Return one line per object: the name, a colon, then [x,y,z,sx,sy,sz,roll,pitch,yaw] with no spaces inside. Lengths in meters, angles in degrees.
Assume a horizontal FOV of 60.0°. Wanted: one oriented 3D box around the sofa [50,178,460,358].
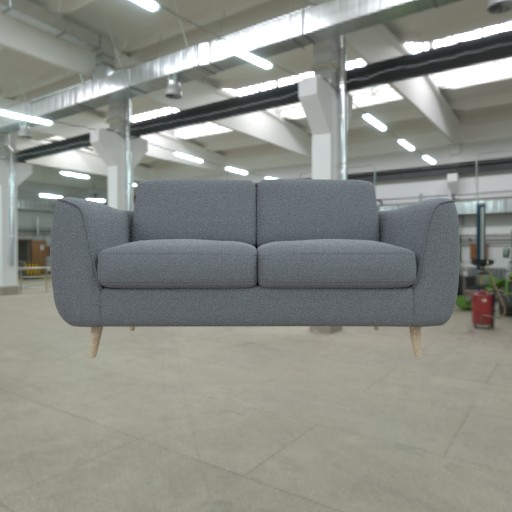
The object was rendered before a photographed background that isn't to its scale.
sofa: [0.000,0.000,2.198,1.700,0.850,0.920,0,1,-1]
